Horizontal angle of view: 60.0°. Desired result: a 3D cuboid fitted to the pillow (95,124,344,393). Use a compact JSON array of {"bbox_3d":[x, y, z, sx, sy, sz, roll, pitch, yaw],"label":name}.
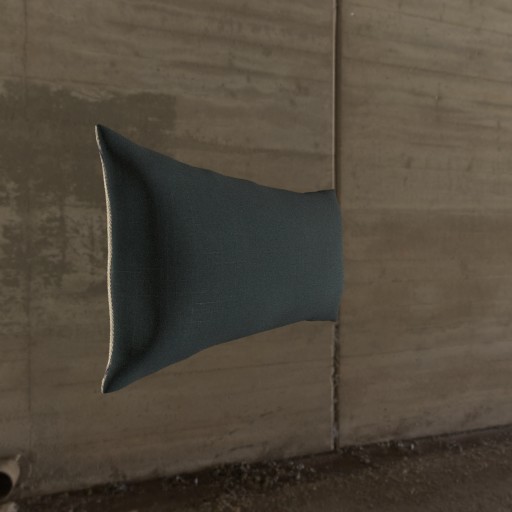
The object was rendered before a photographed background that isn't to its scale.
[{"bbox_3d":[0.000,0.000,0.739,0.151,0.305,0.609,1,2,35],"label":"pillow"}]
